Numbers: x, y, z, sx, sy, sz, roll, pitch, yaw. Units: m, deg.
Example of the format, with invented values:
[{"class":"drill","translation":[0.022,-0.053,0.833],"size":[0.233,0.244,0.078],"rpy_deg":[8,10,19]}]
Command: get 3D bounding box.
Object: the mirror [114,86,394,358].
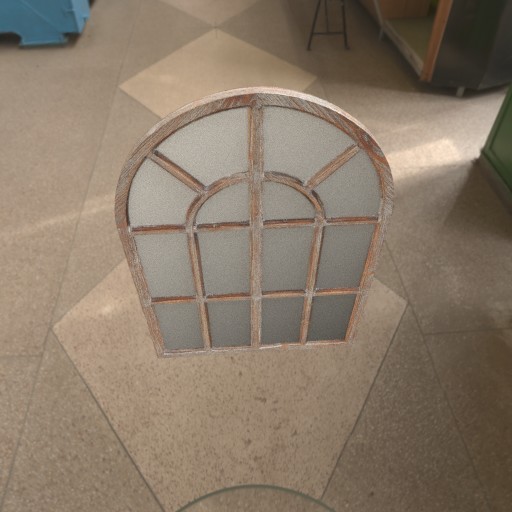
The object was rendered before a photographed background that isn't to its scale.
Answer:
[{"class":"mirror","translation":[0.000,0.000,1.170],"size":[0.660,0.920,0.032],"rpy_deg":[-3,47,-3]}]
